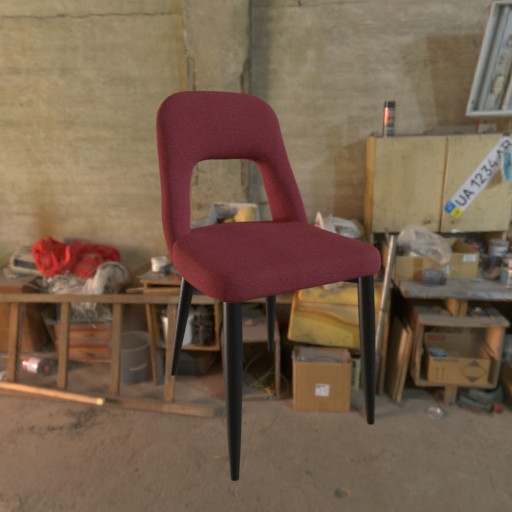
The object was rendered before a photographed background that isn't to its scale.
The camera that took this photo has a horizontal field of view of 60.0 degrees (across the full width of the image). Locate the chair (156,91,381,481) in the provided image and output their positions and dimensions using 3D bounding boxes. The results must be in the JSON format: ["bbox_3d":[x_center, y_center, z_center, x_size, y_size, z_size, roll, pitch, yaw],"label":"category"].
[{"bbox_3d":[0.000,0.000,1.230,0.483,0.892,0.569,-9,18,-28],"label":"chair"}]
